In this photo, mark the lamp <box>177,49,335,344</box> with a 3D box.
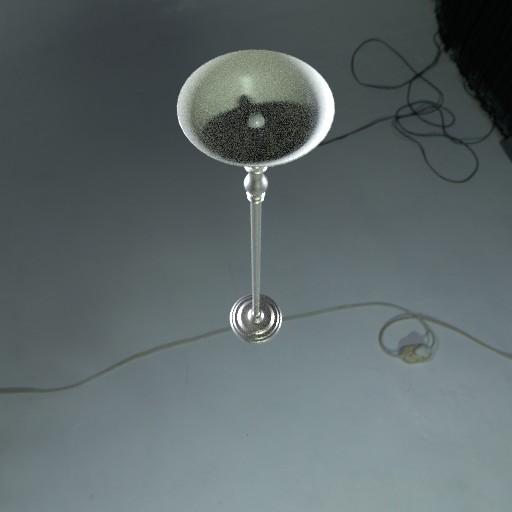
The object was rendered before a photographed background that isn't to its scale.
[{"bbox_3d":[0.000,0.000,1.936,0.405,1.771,0.405,-18,65,-9],"label":"lamp"}]
